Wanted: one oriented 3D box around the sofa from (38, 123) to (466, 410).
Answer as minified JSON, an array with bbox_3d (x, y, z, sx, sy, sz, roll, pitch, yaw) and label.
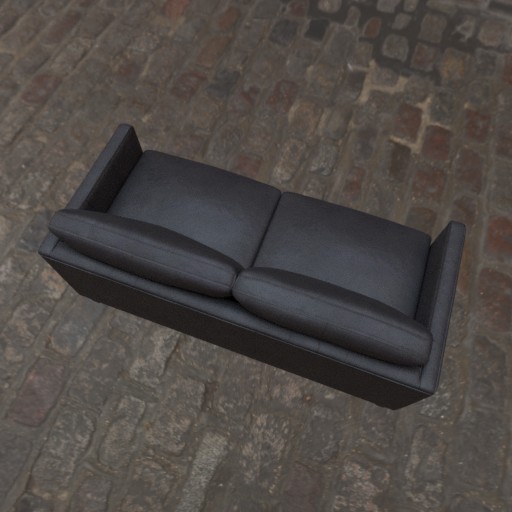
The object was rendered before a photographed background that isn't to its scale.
[{"bbox_3d":[0.000,0.000,2.415,1.971,0.863,0.933,18,65,9],"label":"sofa"}]
